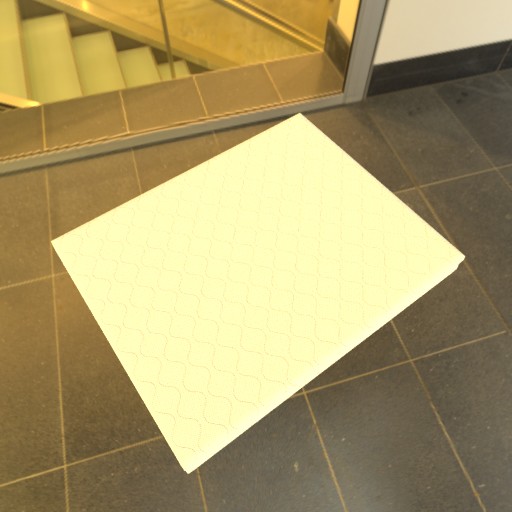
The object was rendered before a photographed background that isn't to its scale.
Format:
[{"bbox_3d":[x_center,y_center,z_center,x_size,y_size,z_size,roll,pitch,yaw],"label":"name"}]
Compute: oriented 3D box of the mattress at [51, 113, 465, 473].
[{"bbox_3d":[0.000,0.000,2.795,2.000,0.200,1.600,-32,63,-18],"label":"mattress"}]
